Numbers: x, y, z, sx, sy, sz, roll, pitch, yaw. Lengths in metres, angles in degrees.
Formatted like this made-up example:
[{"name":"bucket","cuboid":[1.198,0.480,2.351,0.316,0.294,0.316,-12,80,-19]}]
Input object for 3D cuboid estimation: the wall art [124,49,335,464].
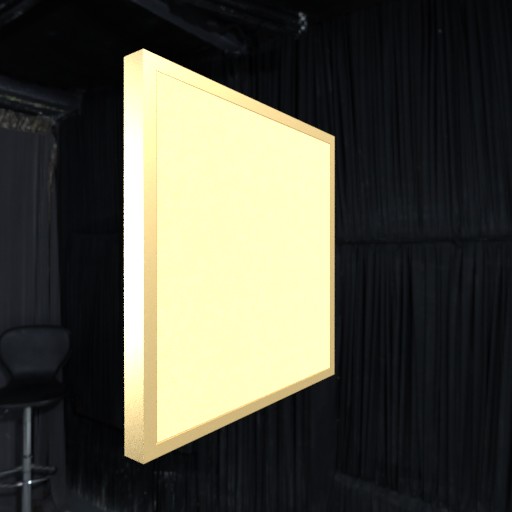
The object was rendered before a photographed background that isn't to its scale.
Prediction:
[{"name":"wall art","cuboid":[0.000,0.000,1.912,0.095,1.284,1.284,0,0,37]}]
